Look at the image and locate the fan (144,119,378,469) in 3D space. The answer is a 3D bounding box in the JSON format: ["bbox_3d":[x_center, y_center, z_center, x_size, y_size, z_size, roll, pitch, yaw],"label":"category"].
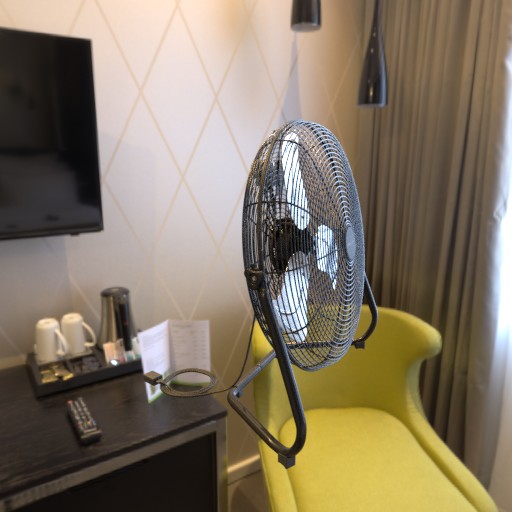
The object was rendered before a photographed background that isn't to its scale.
[{"bbox_3d":[0.000,0.000,1.035,0.470,0.605,0.595,6,15,26],"label":"fan"}]
